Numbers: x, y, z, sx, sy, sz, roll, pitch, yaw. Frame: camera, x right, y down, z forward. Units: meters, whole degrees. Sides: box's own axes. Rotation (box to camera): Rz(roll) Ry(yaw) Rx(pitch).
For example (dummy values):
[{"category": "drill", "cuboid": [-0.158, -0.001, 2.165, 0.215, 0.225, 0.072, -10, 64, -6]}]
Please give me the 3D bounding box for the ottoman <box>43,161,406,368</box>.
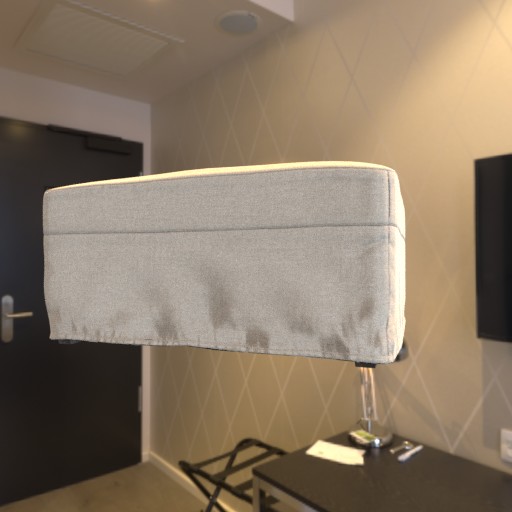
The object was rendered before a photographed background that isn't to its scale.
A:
[{"category": "ottoman", "cuboid": [0.000, 0.000, 1.324, 0.840, 0.436, 0.843, 0, -1, 20]}]
